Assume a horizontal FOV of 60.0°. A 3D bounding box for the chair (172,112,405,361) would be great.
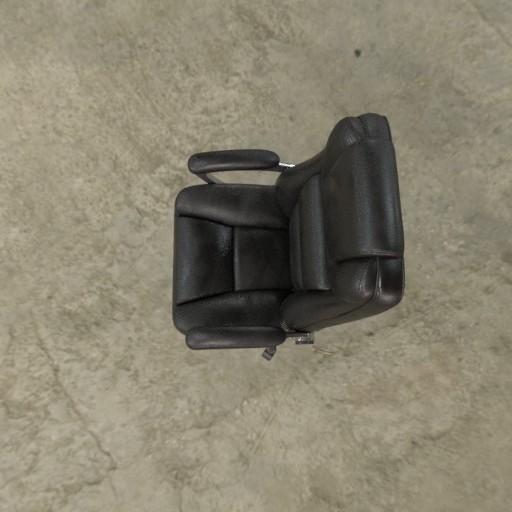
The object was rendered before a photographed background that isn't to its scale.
[{"bbox_3d":[0.000,0.000,1.491,0.689,1.075,0.697,-1,77,0],"label":"chair"}]
